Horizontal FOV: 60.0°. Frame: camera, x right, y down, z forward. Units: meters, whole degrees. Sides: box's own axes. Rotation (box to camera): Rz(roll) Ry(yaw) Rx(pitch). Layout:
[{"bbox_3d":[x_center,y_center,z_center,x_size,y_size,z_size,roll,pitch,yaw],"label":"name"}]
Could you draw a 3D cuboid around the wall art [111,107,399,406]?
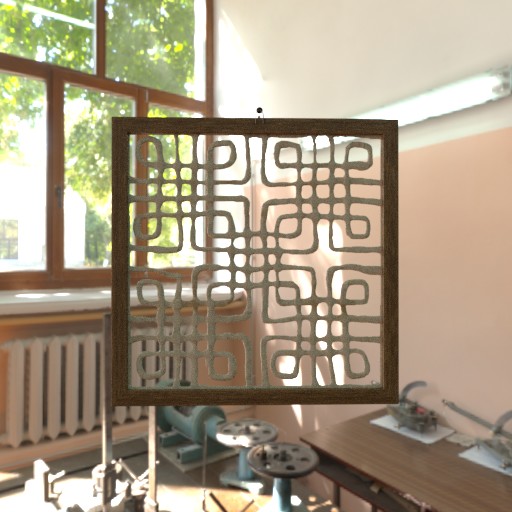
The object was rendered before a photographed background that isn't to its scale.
[{"bbox_3d":[0.000,0.000,0.872,0.561,0.582,0.021,0,0,-1],"label":"wall art"}]
